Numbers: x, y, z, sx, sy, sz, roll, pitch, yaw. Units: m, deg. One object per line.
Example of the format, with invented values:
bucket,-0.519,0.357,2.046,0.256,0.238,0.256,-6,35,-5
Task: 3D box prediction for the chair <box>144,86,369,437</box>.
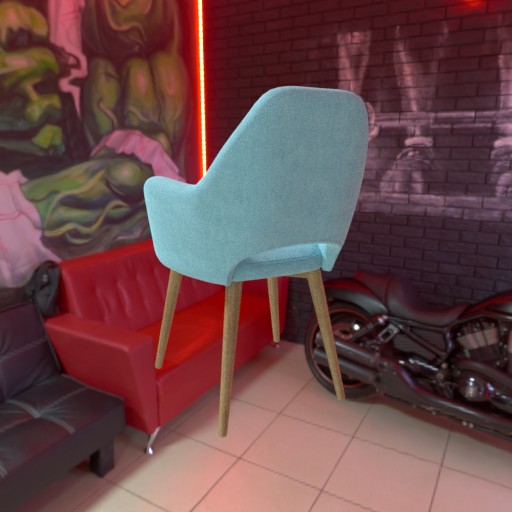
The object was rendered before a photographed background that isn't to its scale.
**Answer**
chair,0.000,0.000,1.266,0.590,0.840,0.610,-7,15,-27
